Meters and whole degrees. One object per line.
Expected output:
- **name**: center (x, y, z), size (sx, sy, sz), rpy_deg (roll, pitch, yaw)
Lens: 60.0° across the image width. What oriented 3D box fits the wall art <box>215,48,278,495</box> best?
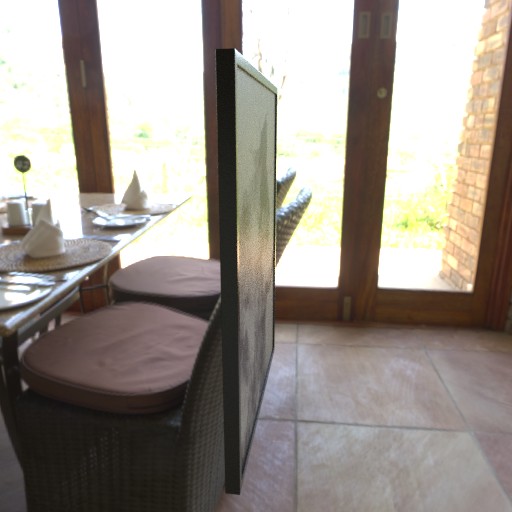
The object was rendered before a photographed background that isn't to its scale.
- **wall art**: center (0.000, 0.000, 1.389), size (0.039, 1.061, 0.804), rpy_deg (2, 16, 8)
